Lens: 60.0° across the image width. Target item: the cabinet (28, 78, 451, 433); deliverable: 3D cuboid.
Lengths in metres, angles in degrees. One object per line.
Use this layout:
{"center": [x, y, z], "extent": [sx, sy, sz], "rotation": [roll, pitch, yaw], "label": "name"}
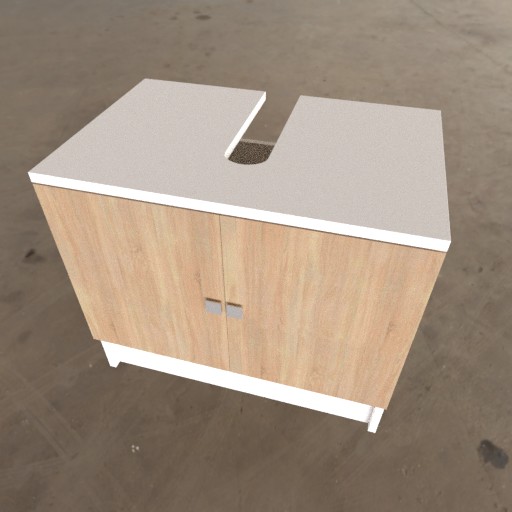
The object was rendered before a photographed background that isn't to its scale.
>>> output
{"center": [0.000, 0.000, 0.911], "extent": [0.600, 0.522, 0.400], "rotation": [10, 43, 11], "label": "cabinet"}
